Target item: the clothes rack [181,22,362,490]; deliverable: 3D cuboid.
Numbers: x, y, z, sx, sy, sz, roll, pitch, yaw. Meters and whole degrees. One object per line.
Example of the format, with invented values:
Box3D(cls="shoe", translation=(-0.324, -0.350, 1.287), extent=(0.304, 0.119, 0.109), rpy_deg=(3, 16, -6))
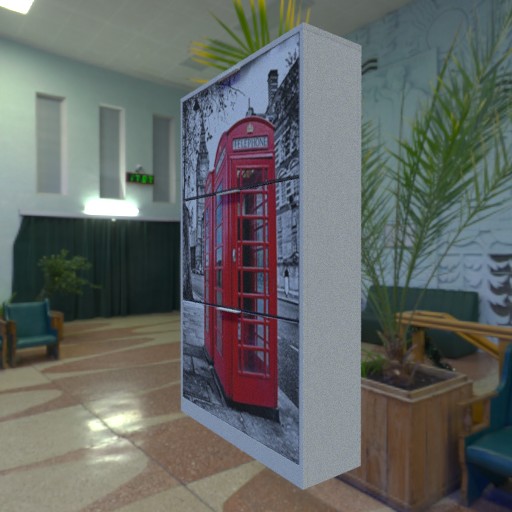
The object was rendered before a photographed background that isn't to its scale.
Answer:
Box3D(cls="clothes rack", translation=(0.000, 0.000, 1.581), extent=(0.250, 1.280, 0.750), rpy_deg=(0, 1, -36))
